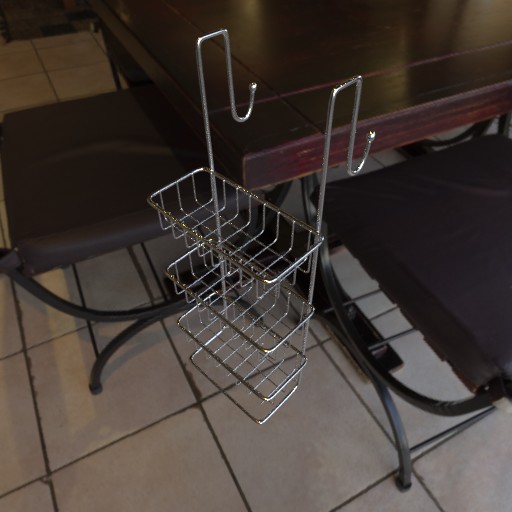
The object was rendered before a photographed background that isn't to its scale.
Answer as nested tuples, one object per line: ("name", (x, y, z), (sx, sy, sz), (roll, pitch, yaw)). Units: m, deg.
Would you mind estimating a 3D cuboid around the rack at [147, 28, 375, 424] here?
("rack", (0.000, 0.000, 0.663), (0.228, 0.574, 0.202), (34, 54, 29))
